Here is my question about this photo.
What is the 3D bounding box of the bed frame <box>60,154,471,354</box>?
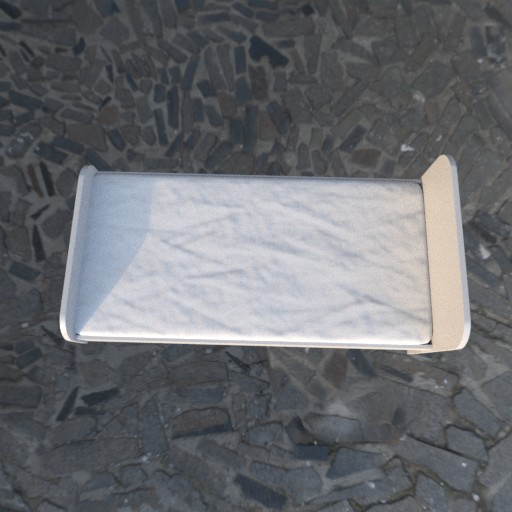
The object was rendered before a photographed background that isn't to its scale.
[{"bbox_3d":[0.000,0.000,2.490,1.963,0.805,0.998,2,76,0],"label":"bed frame"}]
